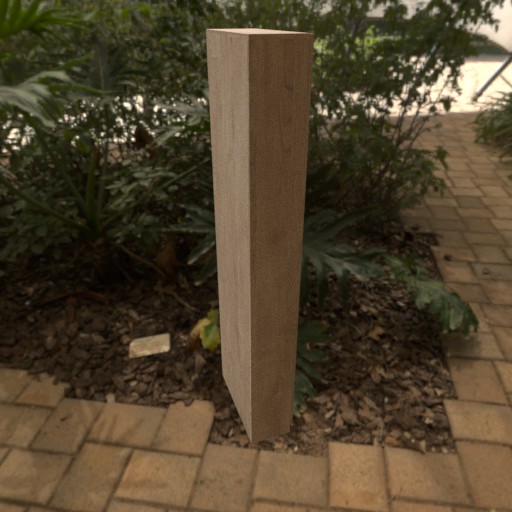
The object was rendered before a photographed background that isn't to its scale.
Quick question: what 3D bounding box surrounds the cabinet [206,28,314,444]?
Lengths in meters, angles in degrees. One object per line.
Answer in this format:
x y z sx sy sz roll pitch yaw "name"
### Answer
0.000 0.000 1.976 0.230 1.790 0.500 -10 30 -18 "cabinet"
